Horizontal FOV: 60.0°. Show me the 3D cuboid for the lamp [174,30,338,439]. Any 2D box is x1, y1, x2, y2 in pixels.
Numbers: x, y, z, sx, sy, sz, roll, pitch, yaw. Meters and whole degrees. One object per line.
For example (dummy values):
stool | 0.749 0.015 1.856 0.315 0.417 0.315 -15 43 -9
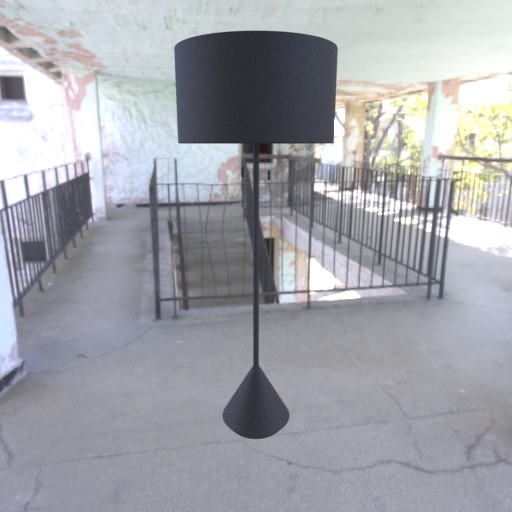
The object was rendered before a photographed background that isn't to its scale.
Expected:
lamp | 0.000 0.000 1.780 0.580 1.526 0.580 2 14 9
